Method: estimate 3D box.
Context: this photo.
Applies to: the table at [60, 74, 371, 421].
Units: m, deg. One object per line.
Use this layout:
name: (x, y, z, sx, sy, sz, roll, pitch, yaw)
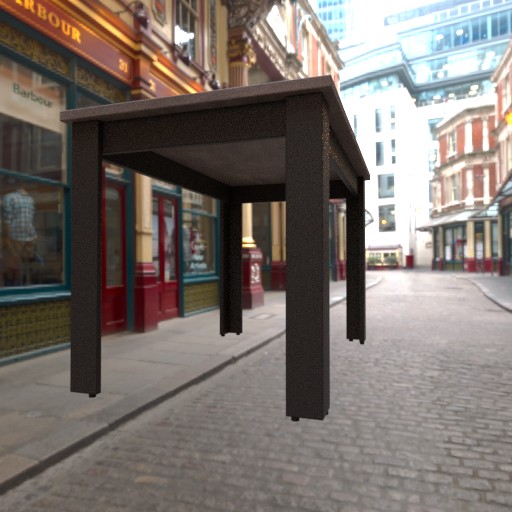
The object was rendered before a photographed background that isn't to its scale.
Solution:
table: (0.000, 0.000, 1.547, 0.700, 0.734, 1.100, 0, -1, 19)
